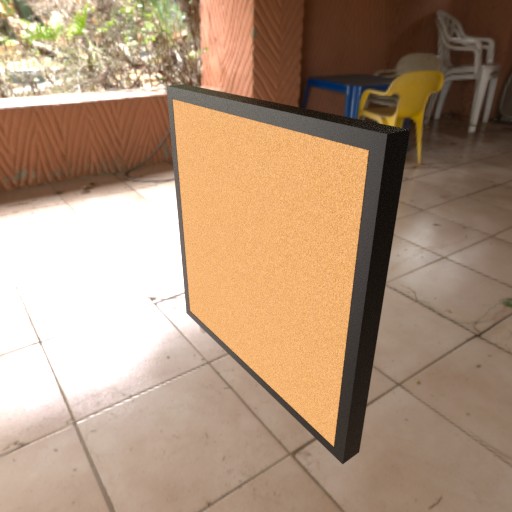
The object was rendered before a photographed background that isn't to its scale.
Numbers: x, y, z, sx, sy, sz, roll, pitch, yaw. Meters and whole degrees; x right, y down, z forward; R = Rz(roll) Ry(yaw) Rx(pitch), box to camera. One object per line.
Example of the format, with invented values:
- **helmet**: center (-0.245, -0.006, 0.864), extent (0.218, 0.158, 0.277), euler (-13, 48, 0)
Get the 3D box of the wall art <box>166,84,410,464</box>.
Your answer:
- **wall art**: center (0.000, 0.000, 0.762), extent (0.038, 0.506, 0.506), euler (-19, 33, -32)
